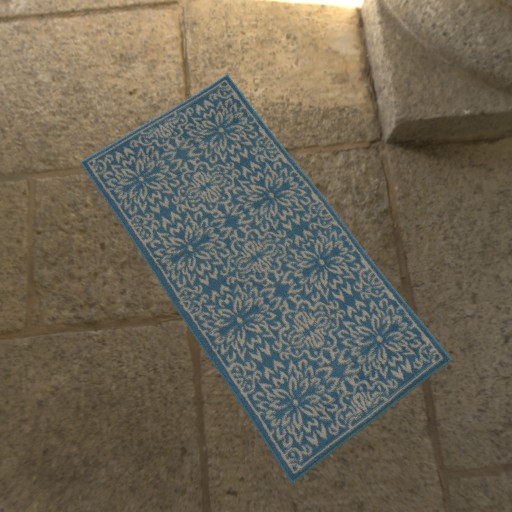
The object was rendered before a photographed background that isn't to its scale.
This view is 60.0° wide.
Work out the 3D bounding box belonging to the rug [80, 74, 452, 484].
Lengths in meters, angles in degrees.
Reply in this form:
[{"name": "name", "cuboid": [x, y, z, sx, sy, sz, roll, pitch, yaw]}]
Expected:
[{"name": "rug", "cuboid": [0.000, 0.000, 1.424, 0.604, 0.007, 1.219, -34, 79, -8]}]
